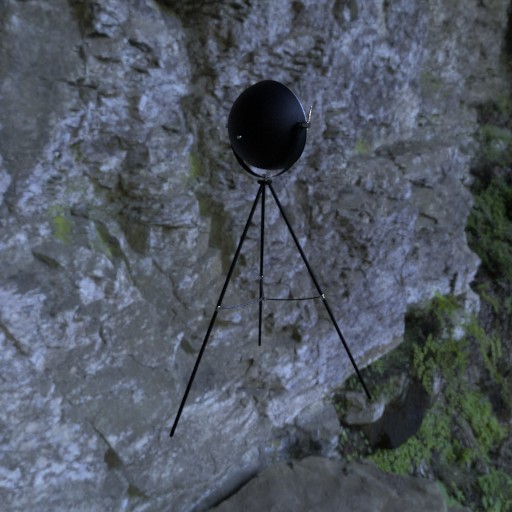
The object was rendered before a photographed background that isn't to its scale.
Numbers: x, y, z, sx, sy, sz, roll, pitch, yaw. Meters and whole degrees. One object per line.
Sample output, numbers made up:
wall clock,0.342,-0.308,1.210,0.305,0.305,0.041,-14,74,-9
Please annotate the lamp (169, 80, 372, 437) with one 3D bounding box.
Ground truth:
lamp,0.000,0.000,2.016,0.817,1.512,0.920,14,21,42
